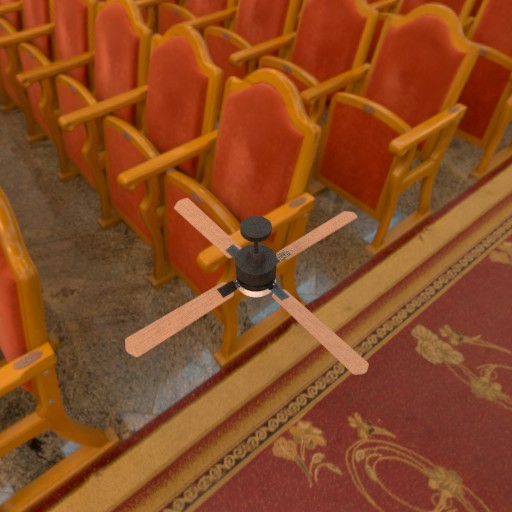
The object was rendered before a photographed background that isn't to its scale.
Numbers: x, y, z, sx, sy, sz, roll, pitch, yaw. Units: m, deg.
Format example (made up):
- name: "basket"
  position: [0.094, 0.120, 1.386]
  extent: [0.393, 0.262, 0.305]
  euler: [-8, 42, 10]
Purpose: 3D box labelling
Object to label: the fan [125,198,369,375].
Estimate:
- name: "fan"
  position: [0.000, 0.000, 1.964]
  extent: [1.320, 0.355, 1.320]
  euler: [-31, 54, -26]
